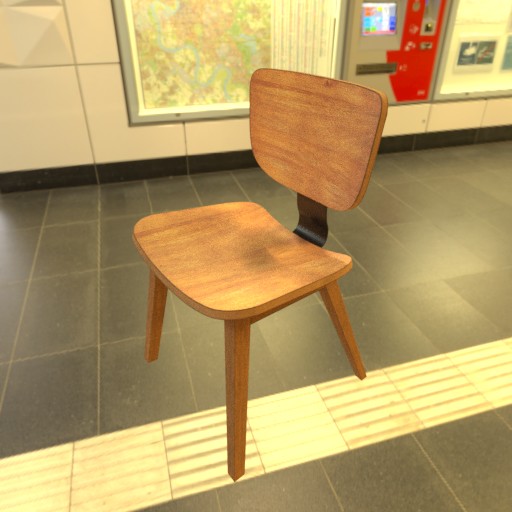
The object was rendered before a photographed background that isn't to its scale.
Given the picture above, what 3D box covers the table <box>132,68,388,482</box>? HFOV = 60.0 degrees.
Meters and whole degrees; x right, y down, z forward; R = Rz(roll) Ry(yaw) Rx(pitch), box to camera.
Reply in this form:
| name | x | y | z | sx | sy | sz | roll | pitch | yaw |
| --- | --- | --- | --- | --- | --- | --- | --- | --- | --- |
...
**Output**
| name | x | y | z | sx | sy | sz | roll | pitch | yaw |
| --- | --- | --- | --- | --- | --- | --- | --- | --- | --- |
| table | 0.000 | 0.000 | 1.111 | 0.500 | 0.805 | 0.499 | -21 | 37 | -30 |
